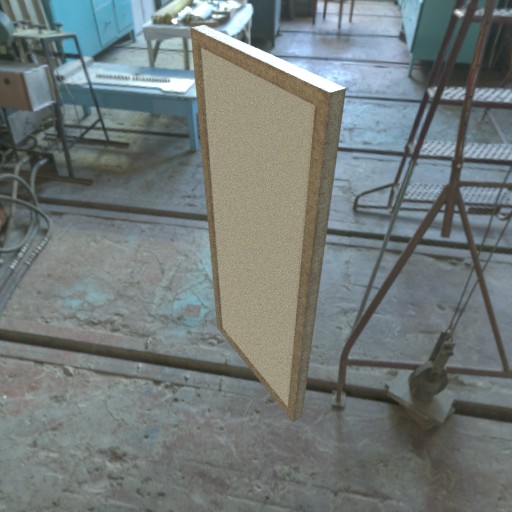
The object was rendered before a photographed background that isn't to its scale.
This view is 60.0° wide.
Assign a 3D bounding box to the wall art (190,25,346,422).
[{"bbox_3d":[0.000,0.000,1.679,0.051,1.461,0.648,-25,47,-25],"label":"wall art"}]
